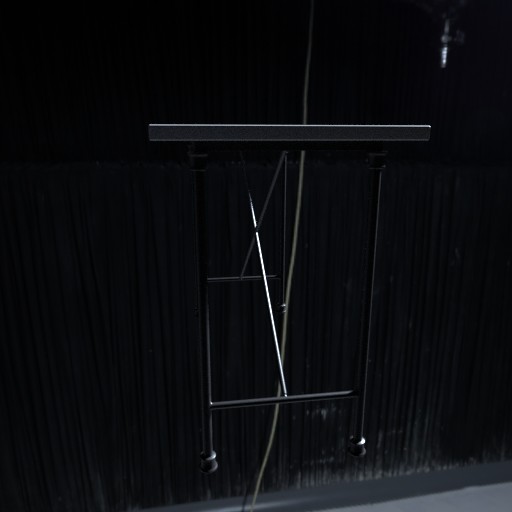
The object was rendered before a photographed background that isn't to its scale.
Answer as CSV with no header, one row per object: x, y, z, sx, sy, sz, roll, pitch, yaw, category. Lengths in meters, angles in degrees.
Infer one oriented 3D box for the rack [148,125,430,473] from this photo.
0.000,0.000,1.607,0.613,0.880,1.159,-2,15,-8,rack
